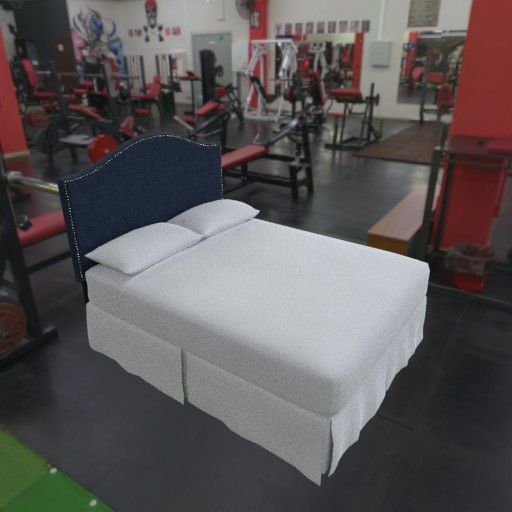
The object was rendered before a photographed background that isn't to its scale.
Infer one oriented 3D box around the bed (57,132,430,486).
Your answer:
[{"bbox_3d":[0.000,0.000,3.195,2.153,1.518,1.725,17,30,32],"label":"bed"}]
